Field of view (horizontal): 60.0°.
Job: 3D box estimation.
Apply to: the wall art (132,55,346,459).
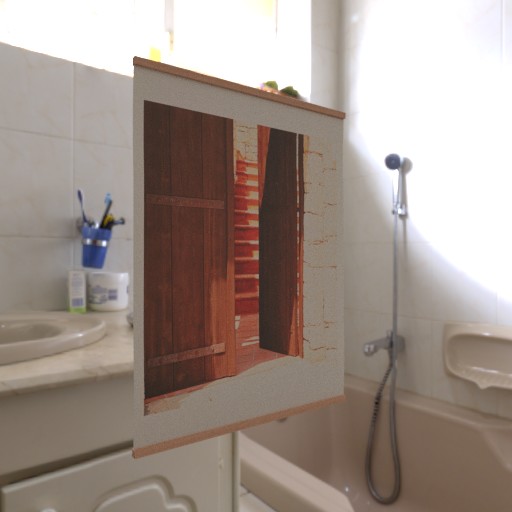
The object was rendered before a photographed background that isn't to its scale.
[{"bbox_3d":[0.000,0.000,1.334,0.758,1.013,0.020,0,0,-36],"label":"wall art"}]
